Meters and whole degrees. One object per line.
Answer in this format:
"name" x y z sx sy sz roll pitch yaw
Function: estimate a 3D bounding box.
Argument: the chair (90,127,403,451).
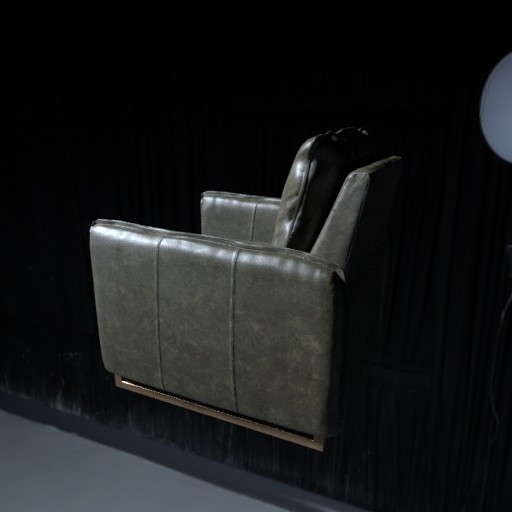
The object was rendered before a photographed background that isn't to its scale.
"chair" 0.000 0.000 1.651 0.921 0.921 0.830 8 19 24
